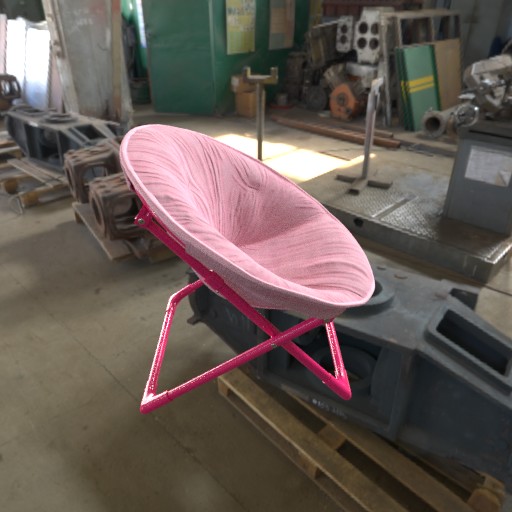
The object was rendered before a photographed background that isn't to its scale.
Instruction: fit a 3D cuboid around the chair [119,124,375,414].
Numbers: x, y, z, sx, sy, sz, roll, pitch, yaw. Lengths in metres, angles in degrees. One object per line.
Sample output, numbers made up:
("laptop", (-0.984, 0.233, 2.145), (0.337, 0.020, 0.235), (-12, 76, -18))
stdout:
("chair", (0.000, 0.000, 0.894), (0.459, 0.494, 0.522), (0, 31, 0))
